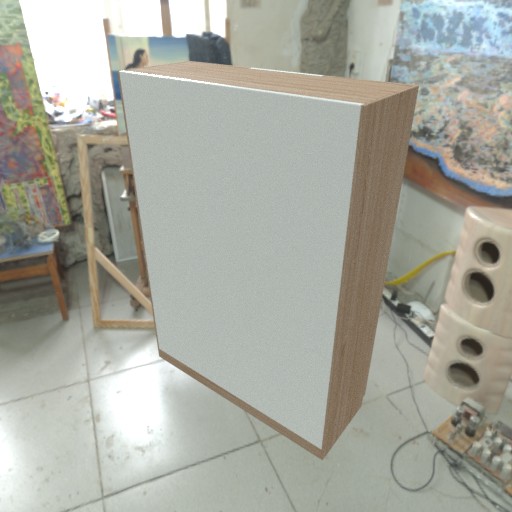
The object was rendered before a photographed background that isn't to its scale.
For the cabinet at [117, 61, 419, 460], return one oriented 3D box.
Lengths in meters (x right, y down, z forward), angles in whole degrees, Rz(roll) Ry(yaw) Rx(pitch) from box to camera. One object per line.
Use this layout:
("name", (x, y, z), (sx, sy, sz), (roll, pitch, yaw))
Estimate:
("cabinet", (0.000, 0.000, 2.805), (1.500, 2.120, 0.590), (21, 36, 32))
